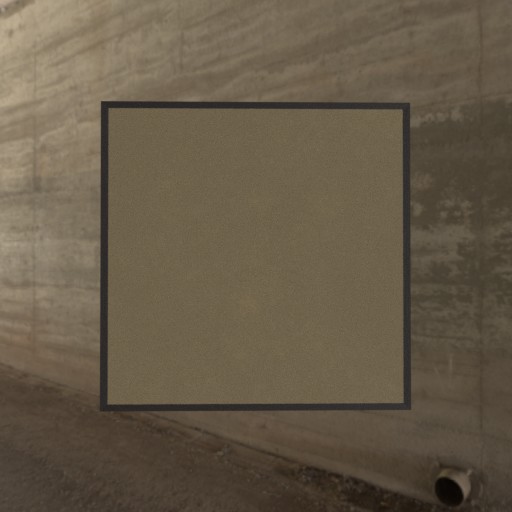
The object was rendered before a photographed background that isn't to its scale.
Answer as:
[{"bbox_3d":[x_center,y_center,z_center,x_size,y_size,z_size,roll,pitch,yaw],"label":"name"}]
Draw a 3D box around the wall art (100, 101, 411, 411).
[{"bbox_3d":[0.000,0.000,0.449,0.302,0.300,0.036,0,-1,-1],"label":"wall art"}]
